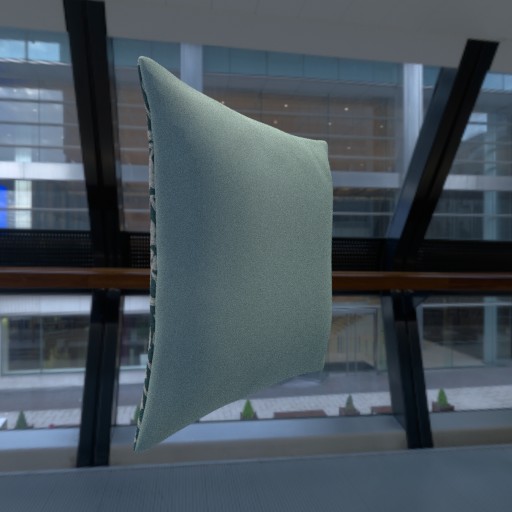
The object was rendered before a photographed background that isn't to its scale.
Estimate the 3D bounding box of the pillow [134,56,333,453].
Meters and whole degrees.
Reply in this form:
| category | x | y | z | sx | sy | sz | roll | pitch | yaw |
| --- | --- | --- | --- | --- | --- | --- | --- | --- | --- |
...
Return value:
| category | x | y | z | sx | sy | sz | roll | pitch | yaw |
| --- | --- | --- | --- | --- | --- | --- | --- | --- | --- |
| pillow | 0.000 | 0.000 | 0.776 | 0.166 | 0.508 | 0.525 | 0 | 0 | 35 |
